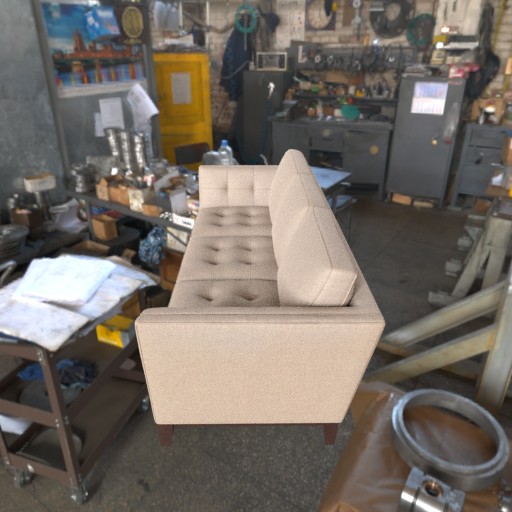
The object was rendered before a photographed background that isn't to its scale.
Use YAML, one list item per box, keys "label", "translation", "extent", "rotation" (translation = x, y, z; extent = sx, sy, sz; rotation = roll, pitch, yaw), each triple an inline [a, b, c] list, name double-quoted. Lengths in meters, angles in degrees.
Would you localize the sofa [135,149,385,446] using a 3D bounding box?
- label: "sofa"
  translation: [0.000, 0.000, 2.877]
  extent: [0.965, 0.940, 2.388]
  rotation: [0, 26, -1]
